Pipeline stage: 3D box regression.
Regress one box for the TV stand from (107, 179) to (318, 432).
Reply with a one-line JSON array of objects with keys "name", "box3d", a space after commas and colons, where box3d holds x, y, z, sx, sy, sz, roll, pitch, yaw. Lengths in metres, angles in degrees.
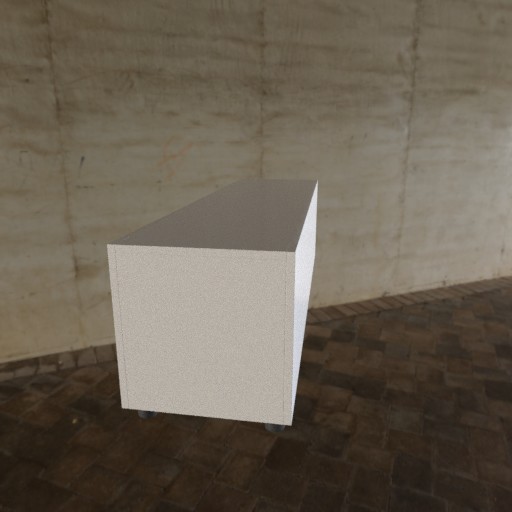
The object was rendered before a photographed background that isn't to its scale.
[{"name": "TV stand", "box3d": [0.000, 0.000, 1.704, 0.410, 0.440, 1.500, 2, 16, 9]}]
